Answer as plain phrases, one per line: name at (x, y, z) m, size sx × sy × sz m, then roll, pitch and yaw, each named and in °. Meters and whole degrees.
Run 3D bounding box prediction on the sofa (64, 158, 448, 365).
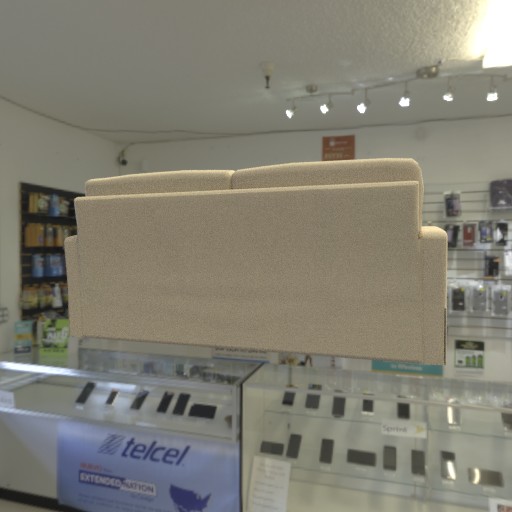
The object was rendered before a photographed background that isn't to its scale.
sofa at (0.000, 0.000, 2.339) m, size 1.808 × 0.831 × 0.894 m, roll 0°, pitch 1°, yaw 19°
